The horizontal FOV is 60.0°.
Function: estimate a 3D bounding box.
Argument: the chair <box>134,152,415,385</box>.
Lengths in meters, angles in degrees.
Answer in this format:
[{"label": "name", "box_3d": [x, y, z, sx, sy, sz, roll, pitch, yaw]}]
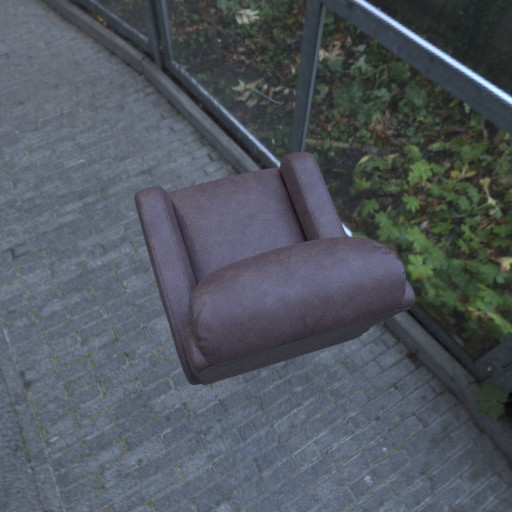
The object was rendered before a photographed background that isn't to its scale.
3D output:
[{"label": "chair", "box_3d": [0.000, 0.000, 1.845, 0.865, 1.067, 1.067, -15, 60, -9]}]
